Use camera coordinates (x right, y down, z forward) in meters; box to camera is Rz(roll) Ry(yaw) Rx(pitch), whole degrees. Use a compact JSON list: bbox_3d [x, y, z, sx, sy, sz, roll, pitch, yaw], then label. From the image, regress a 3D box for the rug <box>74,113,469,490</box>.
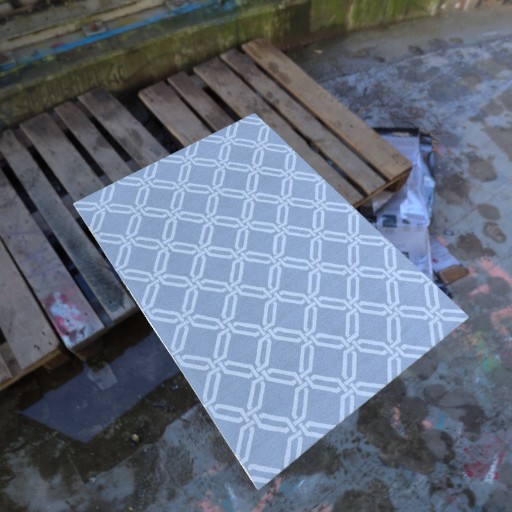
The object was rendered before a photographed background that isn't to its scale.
[{"bbox_3d":[0.000,0.000,2.791,1.522,0.013,2.133,-32,64,-18],"label":"rug"}]
